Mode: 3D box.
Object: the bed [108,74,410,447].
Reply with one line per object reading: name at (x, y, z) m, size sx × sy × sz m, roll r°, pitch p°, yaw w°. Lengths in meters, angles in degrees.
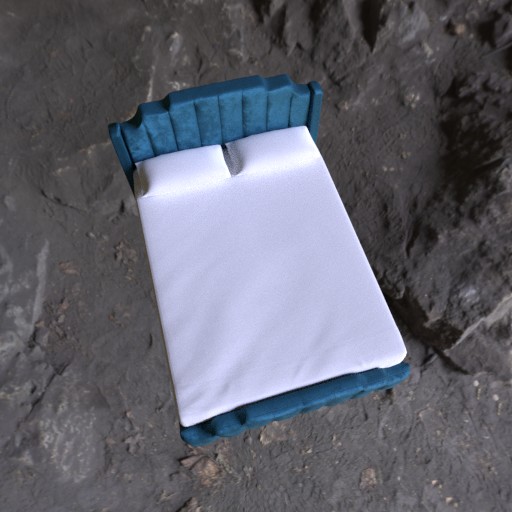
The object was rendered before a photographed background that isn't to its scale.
bed at (0.000, 0.000, 3.373) m, size 1.678 × 1.338 × 2.322 m, roll -14°, pitch 65°, yaw -7°
